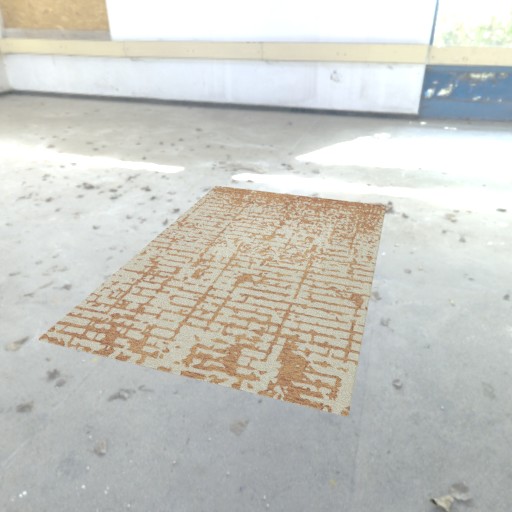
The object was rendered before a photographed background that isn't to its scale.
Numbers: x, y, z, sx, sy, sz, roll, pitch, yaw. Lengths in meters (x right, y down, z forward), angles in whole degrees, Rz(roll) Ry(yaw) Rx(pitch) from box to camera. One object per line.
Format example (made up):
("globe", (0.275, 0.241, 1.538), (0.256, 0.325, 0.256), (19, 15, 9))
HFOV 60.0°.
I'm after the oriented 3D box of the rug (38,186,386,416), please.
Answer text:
("rug", (0.000, 0.000, 2.346), (1.219, 0.011, 1.829), (9, 30, 16))
